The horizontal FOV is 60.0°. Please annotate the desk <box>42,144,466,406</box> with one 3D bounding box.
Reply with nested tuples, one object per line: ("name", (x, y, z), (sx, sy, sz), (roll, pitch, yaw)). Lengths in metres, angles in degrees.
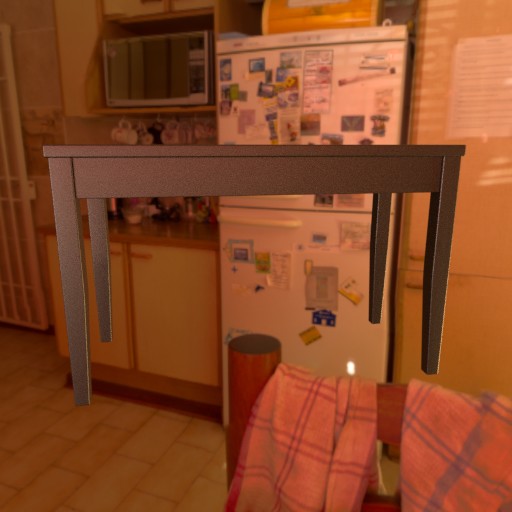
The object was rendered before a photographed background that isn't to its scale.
("desk", (0.000, 0.000, 1.592), (1.220, 0.775, 0.508), (-2, 14, -9))
